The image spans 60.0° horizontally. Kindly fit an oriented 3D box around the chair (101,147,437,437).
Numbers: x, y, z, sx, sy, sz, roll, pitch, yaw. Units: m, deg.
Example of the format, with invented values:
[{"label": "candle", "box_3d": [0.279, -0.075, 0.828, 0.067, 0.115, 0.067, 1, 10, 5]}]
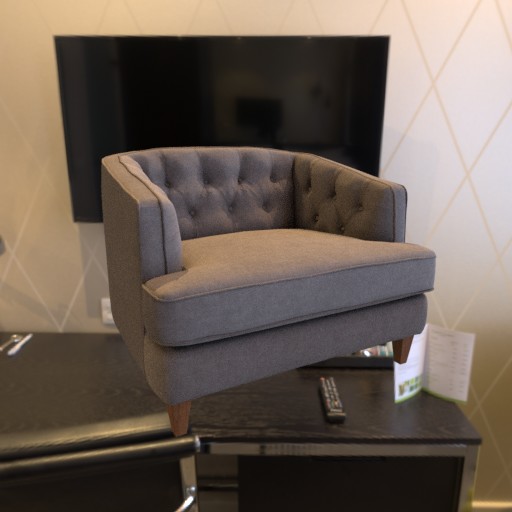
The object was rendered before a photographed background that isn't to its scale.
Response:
[{"label": "chair", "box_3d": [0.000, 0.000, 1.780, 1.104, 0.852, 0.941, -8, 16, -28]}]
